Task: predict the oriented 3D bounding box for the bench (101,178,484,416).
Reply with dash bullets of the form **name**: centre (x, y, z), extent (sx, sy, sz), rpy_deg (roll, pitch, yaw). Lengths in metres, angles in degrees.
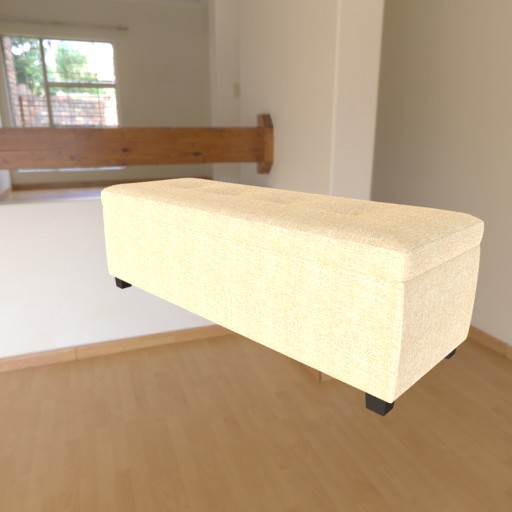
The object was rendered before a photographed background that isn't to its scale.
- **bench**: centre (0.000, 0.000, 1.429), extent (1.219, 0.406, 0.432), rpy_deg (15, 22, 42)
